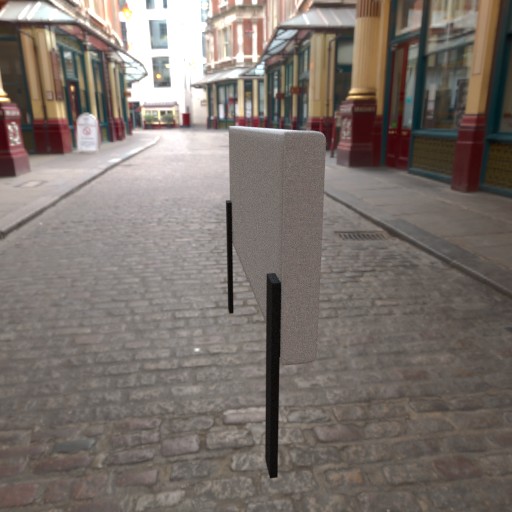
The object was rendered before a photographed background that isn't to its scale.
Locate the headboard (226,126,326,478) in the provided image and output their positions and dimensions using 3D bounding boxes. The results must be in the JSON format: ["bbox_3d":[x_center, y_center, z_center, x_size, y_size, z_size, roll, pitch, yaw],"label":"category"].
[{"bbox_3d":[0.000,0.000,2.738,0.184,1.524,2.051,-3,17,-9],"label":"headboard"}]
